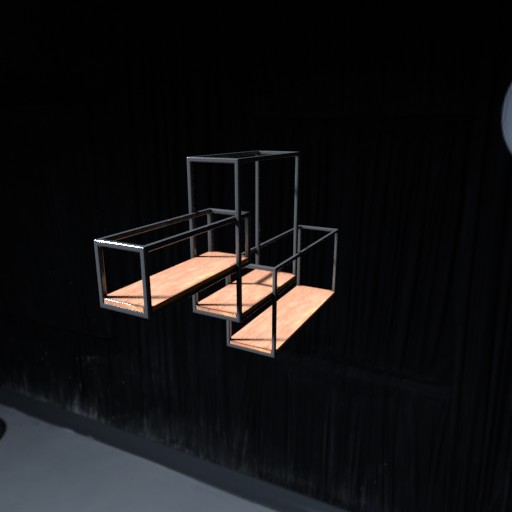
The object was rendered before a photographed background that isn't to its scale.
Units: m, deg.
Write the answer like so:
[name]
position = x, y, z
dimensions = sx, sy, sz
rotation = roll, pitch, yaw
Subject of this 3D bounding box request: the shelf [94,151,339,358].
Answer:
[shelf]
position = 0.000, 0.000, 2.154
dimensions = 0.275, 0.972, 1.781
rotation = 8, 18, 27
